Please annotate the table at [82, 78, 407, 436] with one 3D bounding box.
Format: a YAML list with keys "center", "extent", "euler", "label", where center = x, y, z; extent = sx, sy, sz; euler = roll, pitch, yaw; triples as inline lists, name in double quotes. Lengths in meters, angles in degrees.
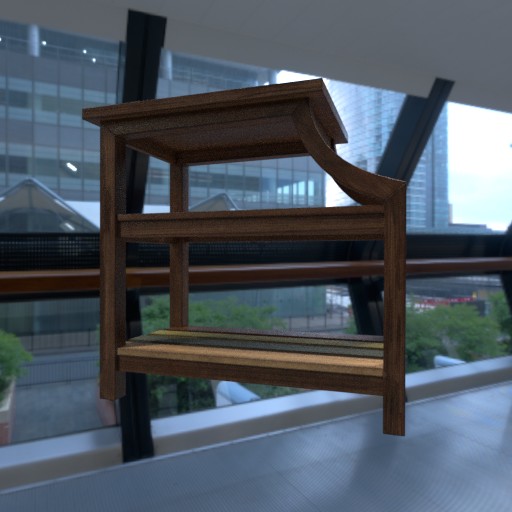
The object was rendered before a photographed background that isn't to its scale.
- center: [0.000, 0.000, 0.949]
  extent: [0.609, 0.584, 0.356]
  euler: [0, 0, 19]
  label: "table"
